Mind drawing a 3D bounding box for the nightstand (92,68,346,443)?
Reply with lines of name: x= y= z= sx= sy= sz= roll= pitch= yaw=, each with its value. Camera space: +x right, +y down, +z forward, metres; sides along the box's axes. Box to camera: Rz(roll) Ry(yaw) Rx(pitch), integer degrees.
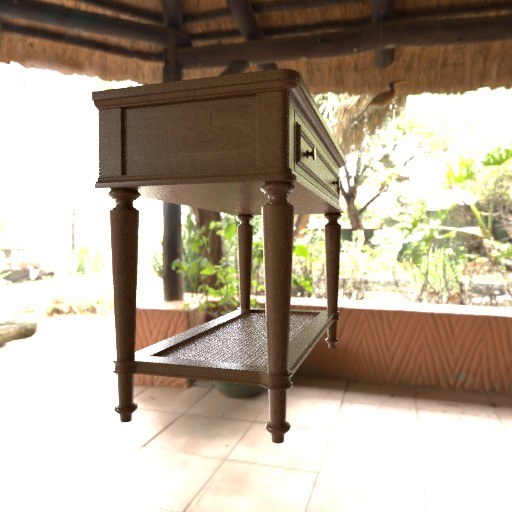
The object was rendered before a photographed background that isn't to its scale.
nightstand: x=0.000 y=0.000 z=1.299 sx=0.432 sy=0.700 sz=0.914 roll=0 pitch=1 yaw=17
